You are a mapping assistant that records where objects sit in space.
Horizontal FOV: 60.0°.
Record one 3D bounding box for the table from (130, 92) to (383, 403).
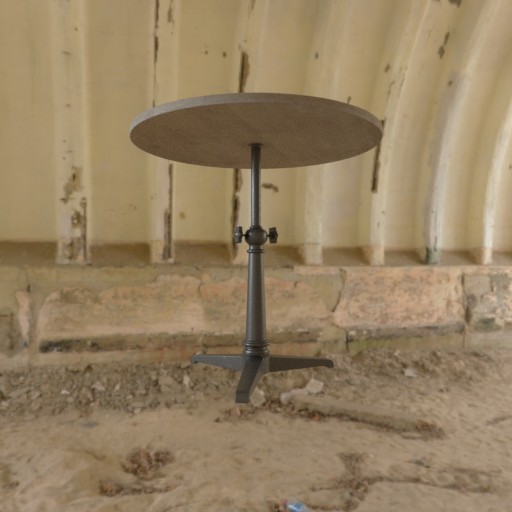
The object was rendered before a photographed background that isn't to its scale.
[{"bbox_3d":[0.000,0.000,1.457,0.800,0.780,0.800,0,0,0],"label":"table"}]
